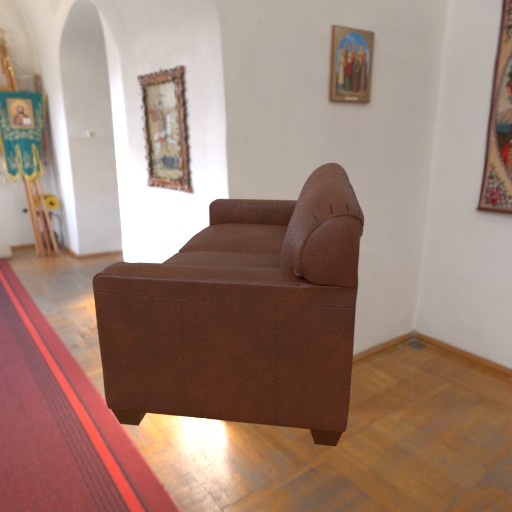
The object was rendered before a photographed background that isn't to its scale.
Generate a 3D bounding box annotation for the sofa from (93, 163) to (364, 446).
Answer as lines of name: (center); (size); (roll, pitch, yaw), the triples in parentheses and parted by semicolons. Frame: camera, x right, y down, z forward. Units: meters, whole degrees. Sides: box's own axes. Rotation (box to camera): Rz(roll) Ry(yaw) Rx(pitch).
sofa: (0.000, 0.000, 2.445); (1.000, 0.966, 1.856); (2, 16, 9)
